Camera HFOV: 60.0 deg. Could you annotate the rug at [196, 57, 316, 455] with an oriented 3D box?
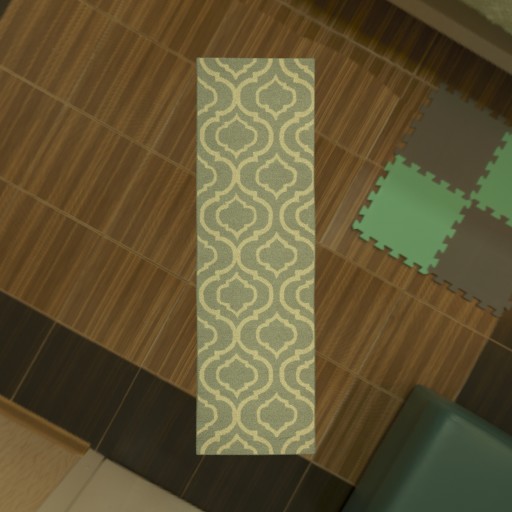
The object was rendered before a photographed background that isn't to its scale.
[{"bbox_3d":[0.000,0.000,2.541,0.684,0.009,2.275,0,90,-1],"label":"rug"}]
